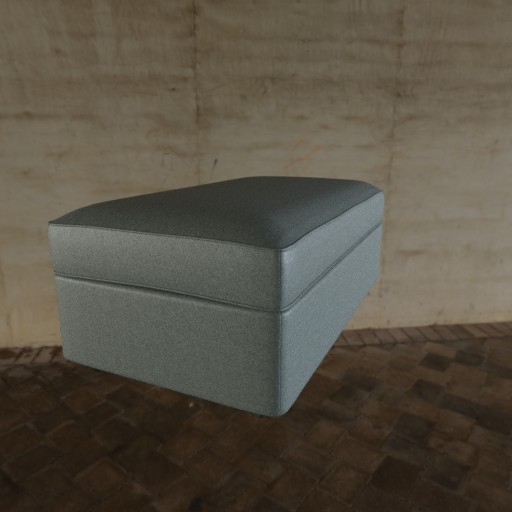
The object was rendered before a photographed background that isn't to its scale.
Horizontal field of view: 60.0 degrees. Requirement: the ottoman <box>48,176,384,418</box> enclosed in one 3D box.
[{"bbox_3d":[0.000,0.000,1.559,0.681,0.494,1.173,7,16,24],"label":"ottoman"}]
